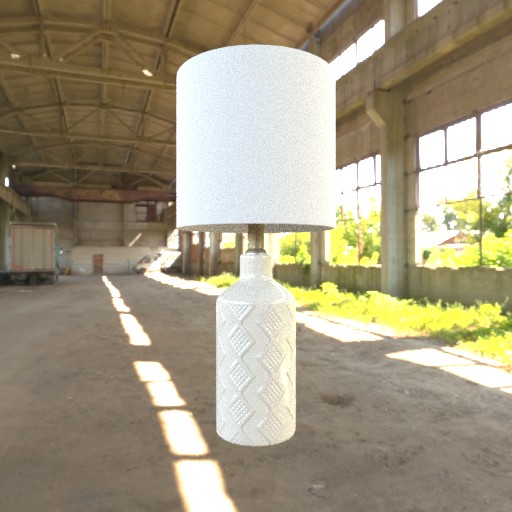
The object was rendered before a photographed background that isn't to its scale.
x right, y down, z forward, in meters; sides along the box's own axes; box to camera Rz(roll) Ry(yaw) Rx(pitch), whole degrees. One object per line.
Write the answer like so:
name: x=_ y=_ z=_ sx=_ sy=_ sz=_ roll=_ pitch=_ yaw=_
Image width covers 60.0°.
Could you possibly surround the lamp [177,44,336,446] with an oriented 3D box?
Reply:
lamp: x=0.000 y=0.000 z=0.585 sx=0.207 sy=0.461 sz=0.207 roll=0 pitch=0 yaw=37
